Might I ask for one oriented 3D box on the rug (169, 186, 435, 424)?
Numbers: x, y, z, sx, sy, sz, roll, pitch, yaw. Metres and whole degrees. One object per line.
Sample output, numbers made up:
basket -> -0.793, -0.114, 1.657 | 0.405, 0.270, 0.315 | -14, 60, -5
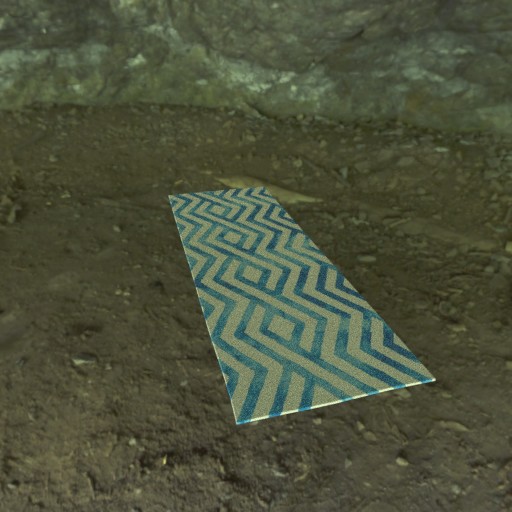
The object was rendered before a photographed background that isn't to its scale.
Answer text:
rug -> 0.000, 0.000, 1.662 | 0.503, 0.007, 1.492 | -7, 29, -14
